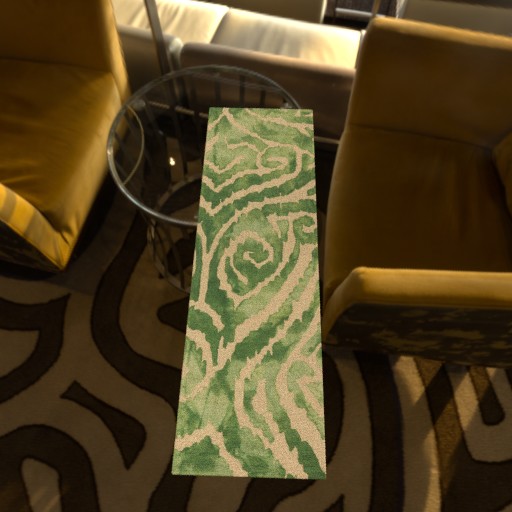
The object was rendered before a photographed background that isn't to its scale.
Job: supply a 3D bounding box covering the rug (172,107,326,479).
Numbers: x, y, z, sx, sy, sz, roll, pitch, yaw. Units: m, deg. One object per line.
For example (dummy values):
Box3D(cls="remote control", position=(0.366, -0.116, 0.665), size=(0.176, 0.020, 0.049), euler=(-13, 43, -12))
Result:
Box3D(cls="rug", position=(0.000, 0.000, 2.730), size=(0.761, 0.006, 2.438), euler=(2, 63, 1))
